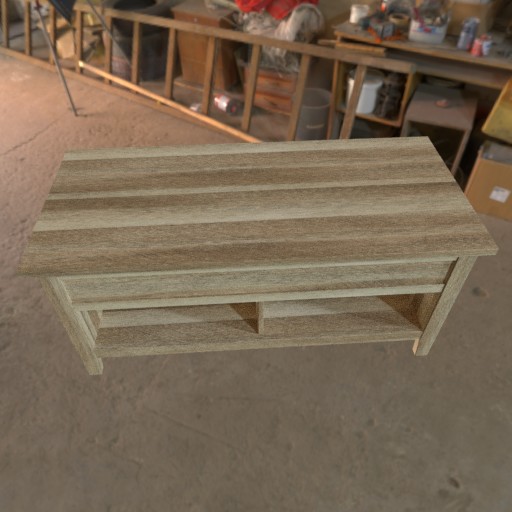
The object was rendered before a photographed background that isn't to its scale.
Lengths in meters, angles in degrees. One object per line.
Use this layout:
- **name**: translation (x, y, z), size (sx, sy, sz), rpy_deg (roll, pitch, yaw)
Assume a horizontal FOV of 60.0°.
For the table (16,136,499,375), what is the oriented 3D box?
- **table**: translation (0.000, 0.000, 1.344), size (1.095, 0.480, 0.493), rpy_deg (-3, 46, -3)
